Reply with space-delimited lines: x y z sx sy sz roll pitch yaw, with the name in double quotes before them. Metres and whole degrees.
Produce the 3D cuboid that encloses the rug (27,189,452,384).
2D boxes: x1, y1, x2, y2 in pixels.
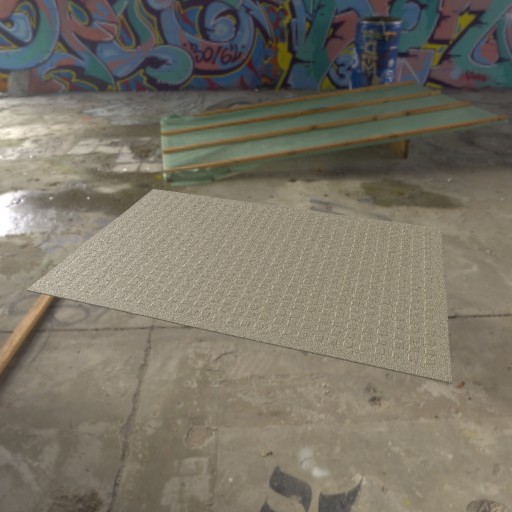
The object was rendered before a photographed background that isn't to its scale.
"rug" 0.000 0.000 2.167 1.747 0.006 1.143 10 33 15
